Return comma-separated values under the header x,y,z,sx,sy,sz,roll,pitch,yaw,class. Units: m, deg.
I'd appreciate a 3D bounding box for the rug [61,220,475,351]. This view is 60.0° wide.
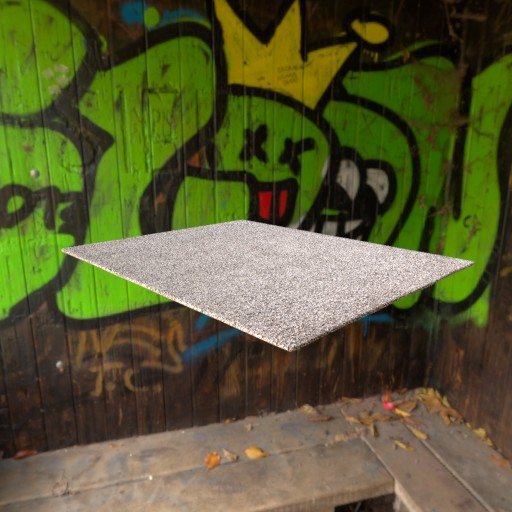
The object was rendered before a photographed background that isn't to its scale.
x,y,z,sx,sy,sz,roll,pitch,yaw,class
0.000,0.000,4.136,2.438,0.029,3.047,-14,20,-42,rug
